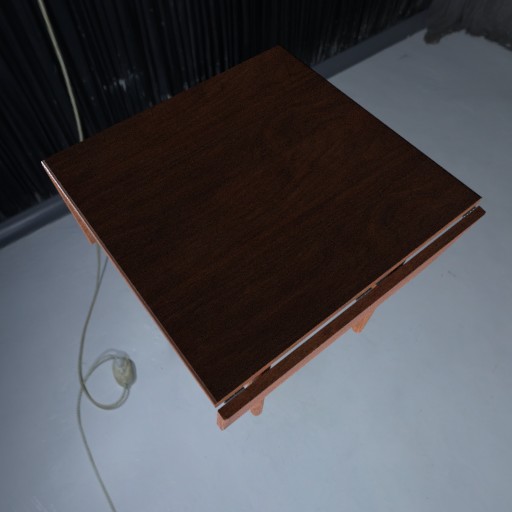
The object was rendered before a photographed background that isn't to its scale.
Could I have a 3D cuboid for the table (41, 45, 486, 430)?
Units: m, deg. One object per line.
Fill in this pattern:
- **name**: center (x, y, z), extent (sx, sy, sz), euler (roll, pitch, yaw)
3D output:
- **table**: center (0.000, 0.000, 1.452), extent (0.812, 0.763, 0.843), euler (-34, 65, -19)
